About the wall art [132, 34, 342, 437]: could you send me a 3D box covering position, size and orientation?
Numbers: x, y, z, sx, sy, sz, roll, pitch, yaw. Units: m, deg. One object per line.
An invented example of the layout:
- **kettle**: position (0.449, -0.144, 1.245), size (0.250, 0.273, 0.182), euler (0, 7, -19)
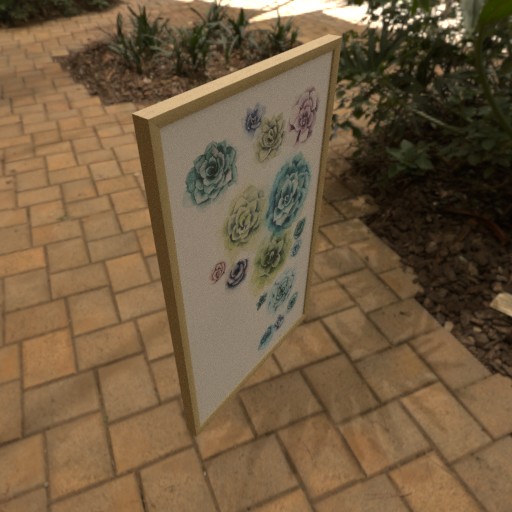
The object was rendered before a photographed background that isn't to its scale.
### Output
- **wall art**: position (0.000, 0.000, 0.988), size (0.039, 0.810, 0.510), euler (26, 46, 28)
